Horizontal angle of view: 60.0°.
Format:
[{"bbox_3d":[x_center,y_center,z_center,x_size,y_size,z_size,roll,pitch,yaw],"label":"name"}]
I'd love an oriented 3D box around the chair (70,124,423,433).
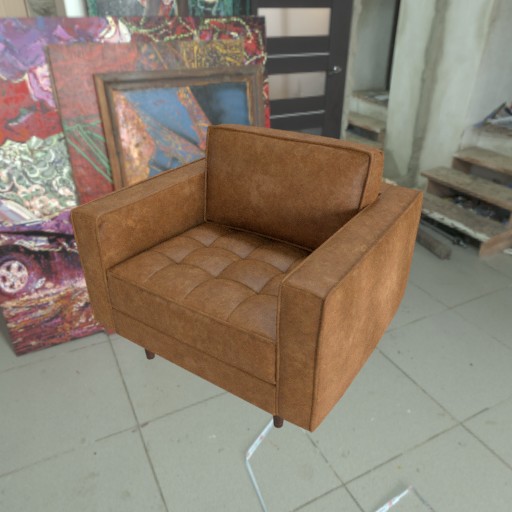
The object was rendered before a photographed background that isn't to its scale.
[{"bbox_3d":[0.000,0.000,1.541,0.928,0.767,0.798,18,34,29],"label":"chair"}]
